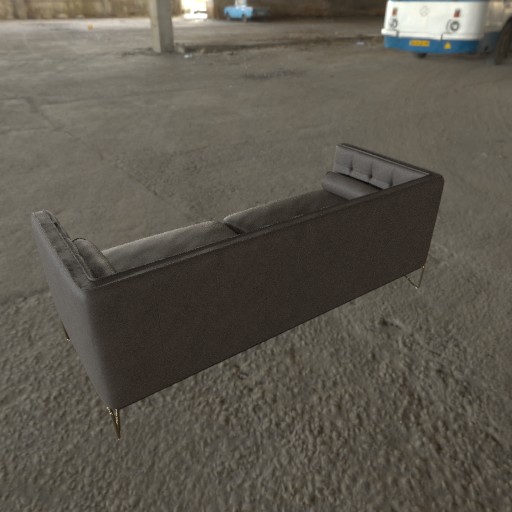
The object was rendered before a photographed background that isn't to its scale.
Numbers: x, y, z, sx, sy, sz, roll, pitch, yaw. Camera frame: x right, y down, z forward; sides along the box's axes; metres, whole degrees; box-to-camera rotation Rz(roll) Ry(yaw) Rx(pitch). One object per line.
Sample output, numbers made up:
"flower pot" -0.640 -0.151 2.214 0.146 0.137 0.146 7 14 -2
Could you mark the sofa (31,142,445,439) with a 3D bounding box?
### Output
"sofa" 0.000 0.000 2.510 2.087 0.789 0.867 -19 36 -29
